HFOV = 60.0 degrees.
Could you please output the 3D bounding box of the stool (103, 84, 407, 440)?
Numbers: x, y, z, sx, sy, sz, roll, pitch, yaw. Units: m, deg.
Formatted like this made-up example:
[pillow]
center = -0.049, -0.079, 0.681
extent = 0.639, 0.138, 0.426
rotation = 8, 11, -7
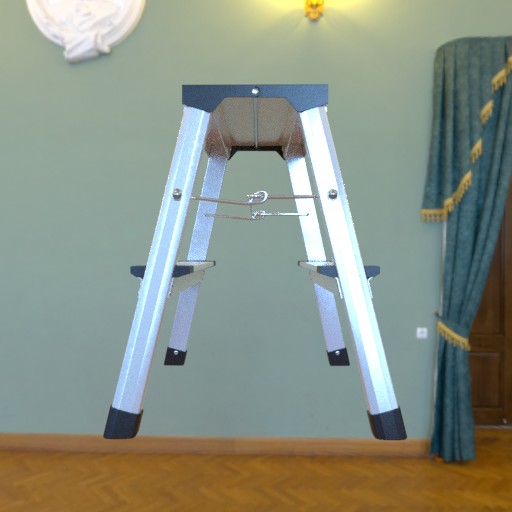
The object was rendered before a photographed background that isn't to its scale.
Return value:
[stool]
center = 0.000, 0.000, 0.782
extent = 0.405, 0.480, 0.404
rotation = 0, 1, 1
